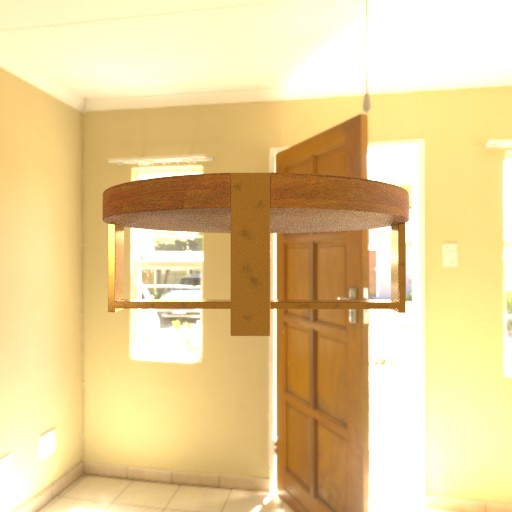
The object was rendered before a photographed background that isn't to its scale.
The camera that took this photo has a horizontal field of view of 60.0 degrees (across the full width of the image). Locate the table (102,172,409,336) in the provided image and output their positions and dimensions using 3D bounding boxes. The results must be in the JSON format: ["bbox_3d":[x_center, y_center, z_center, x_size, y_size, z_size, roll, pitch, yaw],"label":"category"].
[{"bbox_3d":[0.000,0.000,1.687,1.100,0.420,1.100,0,0,0],"label":"table"}]
